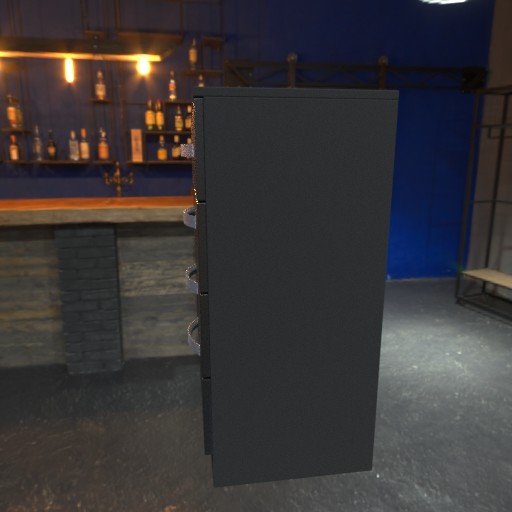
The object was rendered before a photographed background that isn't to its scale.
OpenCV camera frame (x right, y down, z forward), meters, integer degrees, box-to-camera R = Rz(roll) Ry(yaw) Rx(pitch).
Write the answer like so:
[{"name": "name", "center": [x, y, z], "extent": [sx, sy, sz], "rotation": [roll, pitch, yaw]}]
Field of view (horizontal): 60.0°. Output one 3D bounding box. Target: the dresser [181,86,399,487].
[{"name": "dresser", "center": [0.000, 0.000, 1.140], "extent": [0.360, 0.720, 0.750], "rotation": [-2, 14, -8]}]
